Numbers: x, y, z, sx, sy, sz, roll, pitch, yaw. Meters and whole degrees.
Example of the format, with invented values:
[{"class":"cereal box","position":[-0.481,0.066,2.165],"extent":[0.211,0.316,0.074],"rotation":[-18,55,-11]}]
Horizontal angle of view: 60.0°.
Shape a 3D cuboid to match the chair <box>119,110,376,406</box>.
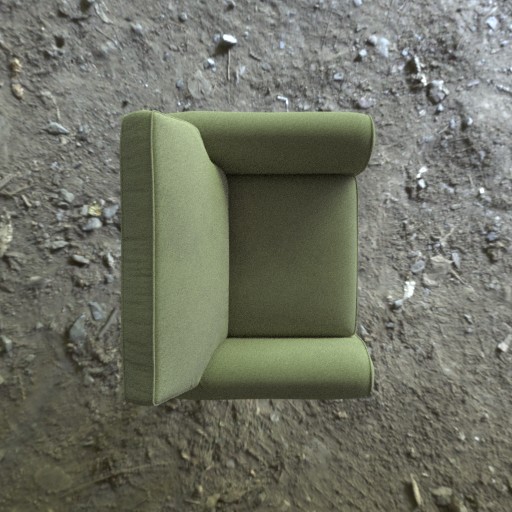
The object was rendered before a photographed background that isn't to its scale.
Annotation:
[{"class":"chair","position":[0.000,0.000,1.870],"extent":[0.939,1.044,1.147],"rotation":[0,91,-1]}]
